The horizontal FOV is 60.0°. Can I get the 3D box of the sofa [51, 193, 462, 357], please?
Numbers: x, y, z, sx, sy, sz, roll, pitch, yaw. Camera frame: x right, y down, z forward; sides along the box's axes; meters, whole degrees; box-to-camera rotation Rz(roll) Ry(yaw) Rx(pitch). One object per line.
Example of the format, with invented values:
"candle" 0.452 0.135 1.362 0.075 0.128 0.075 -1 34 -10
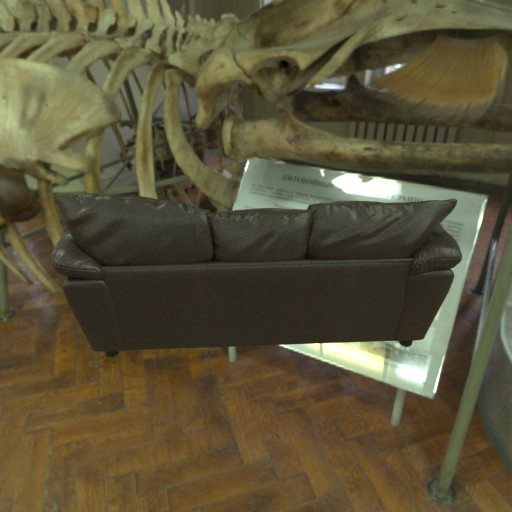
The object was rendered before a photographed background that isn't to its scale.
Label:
"sofa" 0.000 0.000 2.887 2.390 1.091 0.907 -1 29 -3
